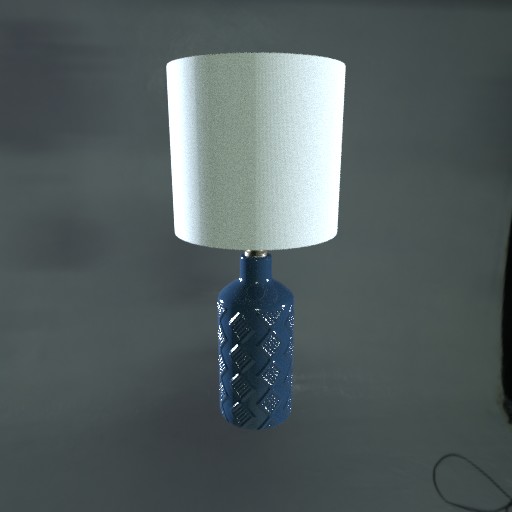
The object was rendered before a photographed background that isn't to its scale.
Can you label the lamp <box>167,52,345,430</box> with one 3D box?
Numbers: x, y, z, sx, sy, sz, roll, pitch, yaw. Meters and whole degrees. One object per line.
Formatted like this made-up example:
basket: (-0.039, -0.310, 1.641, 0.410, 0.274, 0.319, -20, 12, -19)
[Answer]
lamp: (0.000, 0.000, 0.584, 0.207, 0.461, 0.207, -2, 16, -8)
